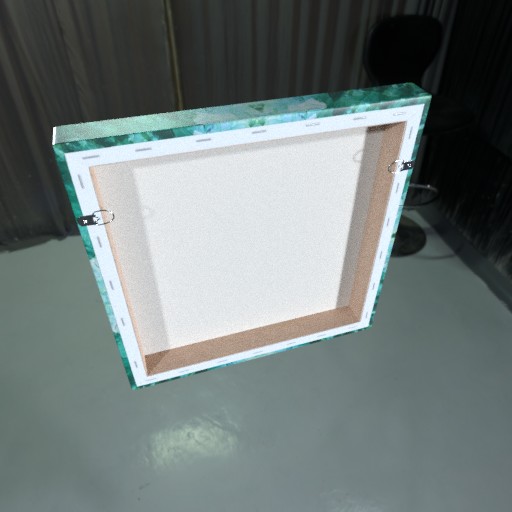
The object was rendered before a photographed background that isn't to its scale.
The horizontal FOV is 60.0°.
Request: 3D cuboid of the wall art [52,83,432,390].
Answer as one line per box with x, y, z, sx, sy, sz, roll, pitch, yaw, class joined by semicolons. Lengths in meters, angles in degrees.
0.000;0.000;0.462;0.313;0.313;0.033;-12;42;-13;wall art
